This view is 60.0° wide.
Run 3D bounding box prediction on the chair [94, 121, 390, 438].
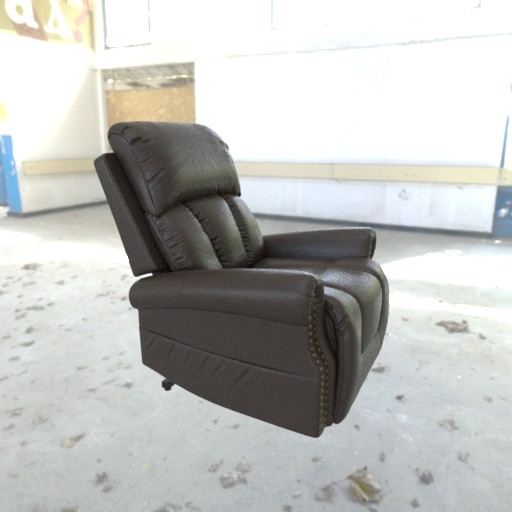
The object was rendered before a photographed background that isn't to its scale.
[{"bbox_3d":[0.000,0.000,1.758,0.978,1.028,0.869,8,17,26],"label":"chair"}]
